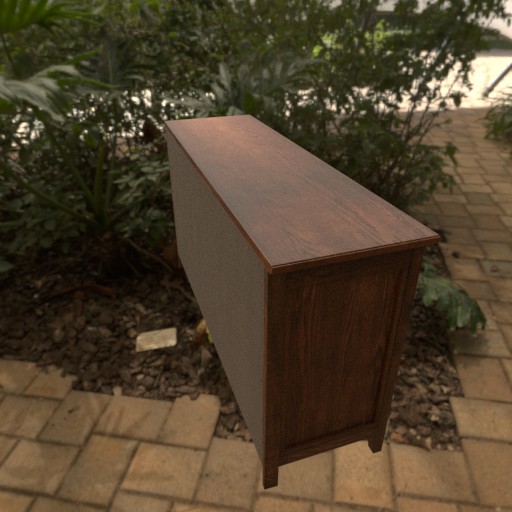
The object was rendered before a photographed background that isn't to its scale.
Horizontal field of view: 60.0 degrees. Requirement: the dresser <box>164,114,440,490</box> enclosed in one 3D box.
[{"bbox_3d":[0.000,0.000,1.909,0.463,0.856,1.551,-10,31,-17],"label":"dresser"}]
